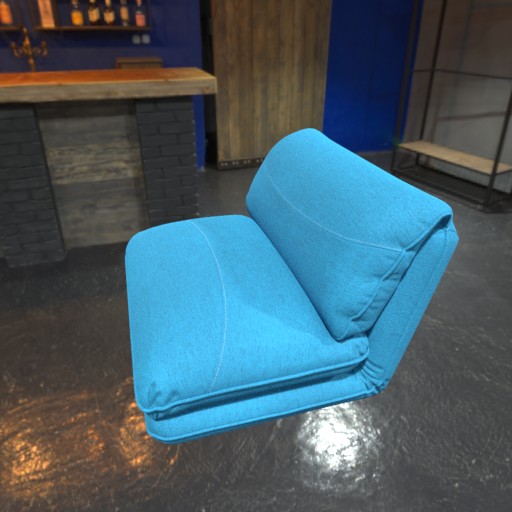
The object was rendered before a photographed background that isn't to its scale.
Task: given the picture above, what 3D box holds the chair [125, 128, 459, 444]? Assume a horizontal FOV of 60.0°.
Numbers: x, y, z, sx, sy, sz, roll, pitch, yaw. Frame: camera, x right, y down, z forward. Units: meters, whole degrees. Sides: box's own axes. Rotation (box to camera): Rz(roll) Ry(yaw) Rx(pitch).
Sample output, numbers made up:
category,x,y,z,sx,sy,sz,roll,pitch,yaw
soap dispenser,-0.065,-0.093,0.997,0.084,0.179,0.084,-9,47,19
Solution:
category,x,y,z,sx,sy,sz,roll,pitch,yaw
chair,0.000,0.000,1.339,0.780,0.580,0.820,-8,30,-14
